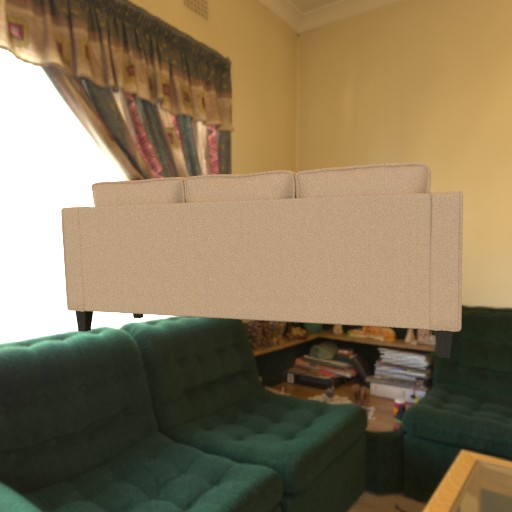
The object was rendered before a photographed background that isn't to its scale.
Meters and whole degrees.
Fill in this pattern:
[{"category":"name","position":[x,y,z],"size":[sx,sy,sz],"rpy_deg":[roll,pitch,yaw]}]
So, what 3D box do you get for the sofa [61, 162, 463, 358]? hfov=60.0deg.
[{"category":"sofa","position":[0.000,0.000,2.595],"size":[2.131,0.902,0.791],"rpy_deg":[0,0,19]}]
